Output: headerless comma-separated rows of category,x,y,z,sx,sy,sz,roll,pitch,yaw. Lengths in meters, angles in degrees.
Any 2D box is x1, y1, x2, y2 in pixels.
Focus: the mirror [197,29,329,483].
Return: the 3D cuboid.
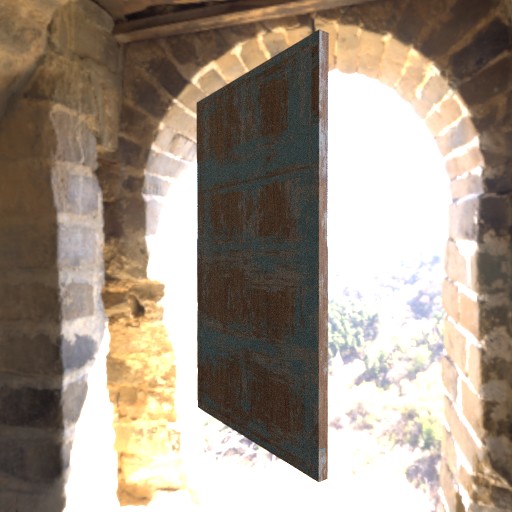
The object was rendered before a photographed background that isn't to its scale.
mirror,0.000,0.000,1.500,0.083,1.213,0.707,0,1,-35
